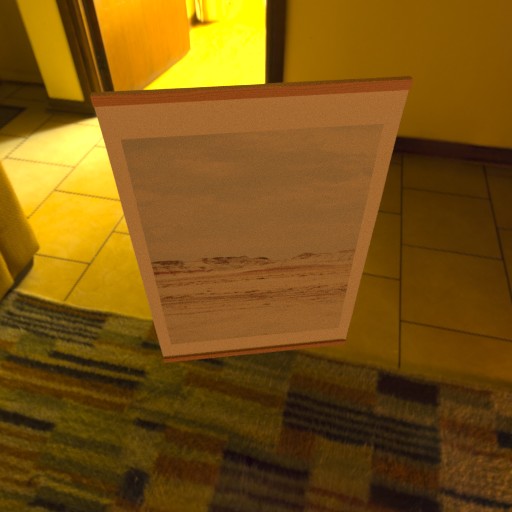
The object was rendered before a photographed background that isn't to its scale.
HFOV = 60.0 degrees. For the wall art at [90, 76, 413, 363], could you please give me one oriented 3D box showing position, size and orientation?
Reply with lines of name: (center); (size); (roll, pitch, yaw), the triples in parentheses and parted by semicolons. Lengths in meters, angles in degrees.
wall art: (0.000, 0.000, 1.931); (1.011, 1.521, 0.025); (-5, 46, -5)
